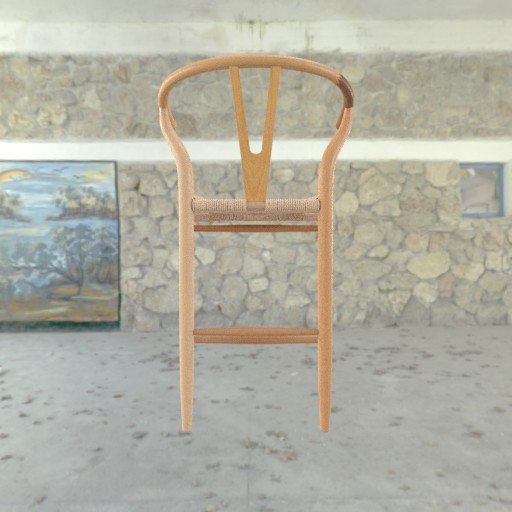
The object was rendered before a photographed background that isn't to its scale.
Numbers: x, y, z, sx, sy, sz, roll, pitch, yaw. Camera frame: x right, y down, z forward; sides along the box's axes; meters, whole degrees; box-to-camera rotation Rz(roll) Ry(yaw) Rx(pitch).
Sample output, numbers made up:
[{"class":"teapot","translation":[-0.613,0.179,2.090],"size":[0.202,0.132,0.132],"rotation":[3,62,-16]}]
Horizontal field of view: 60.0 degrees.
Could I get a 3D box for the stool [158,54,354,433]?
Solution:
[{"class":"stool","translation":[0.000,0.000,1.288],"size":[0.536,0.923,0.575],"rotation":[0,1,0]}]
